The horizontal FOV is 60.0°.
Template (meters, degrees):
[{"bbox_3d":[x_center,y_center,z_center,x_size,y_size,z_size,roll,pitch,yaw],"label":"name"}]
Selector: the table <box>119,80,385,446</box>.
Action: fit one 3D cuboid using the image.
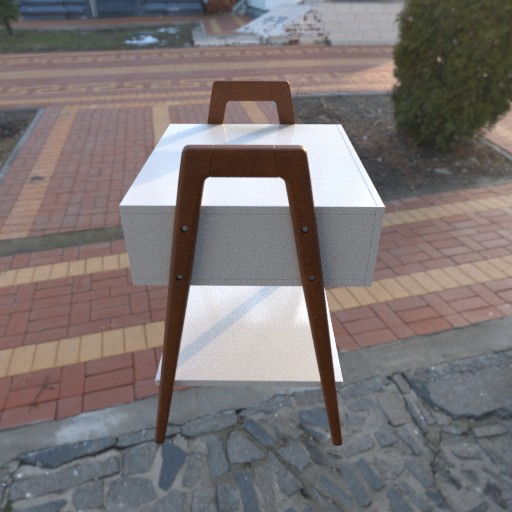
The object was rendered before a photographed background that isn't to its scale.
[{"bbox_3d":[0.000,0.000,0.922,0.405,0.610,0.457,0,32,1],"label":"table"}]
